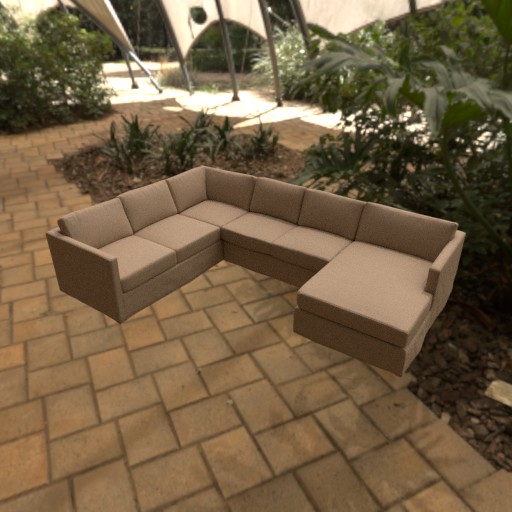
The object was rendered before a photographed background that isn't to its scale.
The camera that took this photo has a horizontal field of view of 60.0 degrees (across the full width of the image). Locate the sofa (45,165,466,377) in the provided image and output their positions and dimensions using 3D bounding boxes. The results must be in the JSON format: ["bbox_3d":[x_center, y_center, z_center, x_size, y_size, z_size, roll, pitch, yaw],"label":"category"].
[{"bbox_3d":[0.000,0.000,4.512,3.460,0.882,2.427,19,33,31],"label":"sofa"}]
